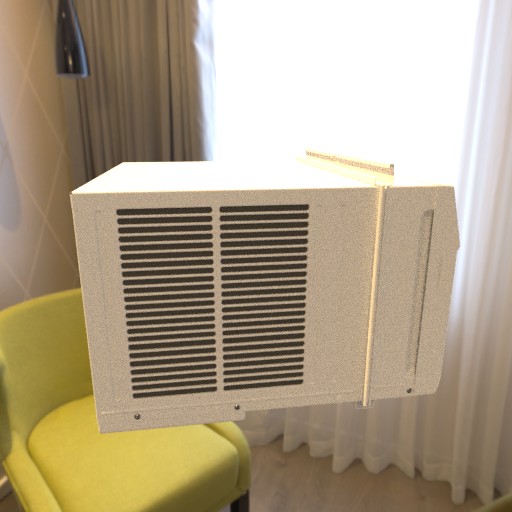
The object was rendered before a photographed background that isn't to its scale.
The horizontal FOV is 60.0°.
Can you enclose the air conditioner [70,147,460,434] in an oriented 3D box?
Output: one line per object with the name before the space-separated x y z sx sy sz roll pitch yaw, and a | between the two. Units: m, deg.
air conditioner | 0.000 0.000 0.866 0.546 0.388 0.503 -2 16 -8
